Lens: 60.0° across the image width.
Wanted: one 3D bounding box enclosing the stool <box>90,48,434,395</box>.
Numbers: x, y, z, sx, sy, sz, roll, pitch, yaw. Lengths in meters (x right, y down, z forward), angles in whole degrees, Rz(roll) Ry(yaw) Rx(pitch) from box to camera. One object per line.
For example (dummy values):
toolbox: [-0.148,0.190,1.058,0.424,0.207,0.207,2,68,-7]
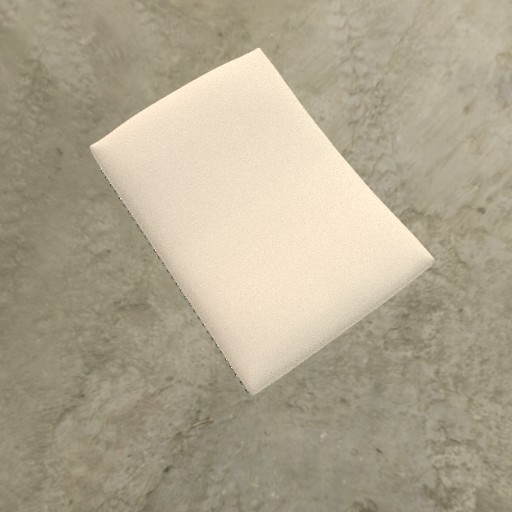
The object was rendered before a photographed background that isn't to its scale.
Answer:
stool: [0.000,0.000,1.059,0.372,0.742,0.504,-34,77,-9]
